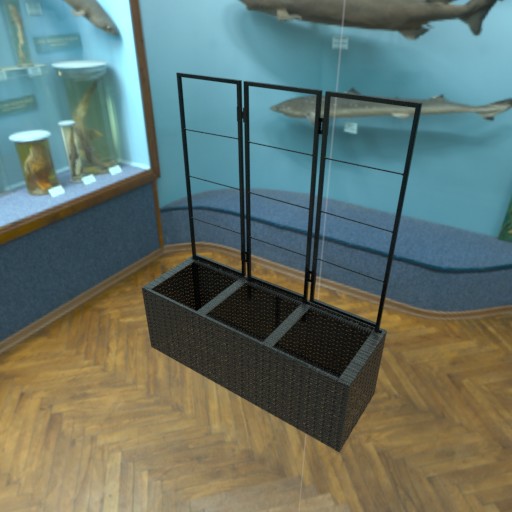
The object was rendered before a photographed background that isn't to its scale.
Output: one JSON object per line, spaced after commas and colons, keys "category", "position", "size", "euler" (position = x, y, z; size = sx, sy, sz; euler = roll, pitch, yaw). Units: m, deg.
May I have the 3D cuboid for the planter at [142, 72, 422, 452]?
{"category": "planter", "position": [0.000, 0.000, 1.194], "size": [0.699, 0.841, 0.244], "euler": [20, 36, 29]}
